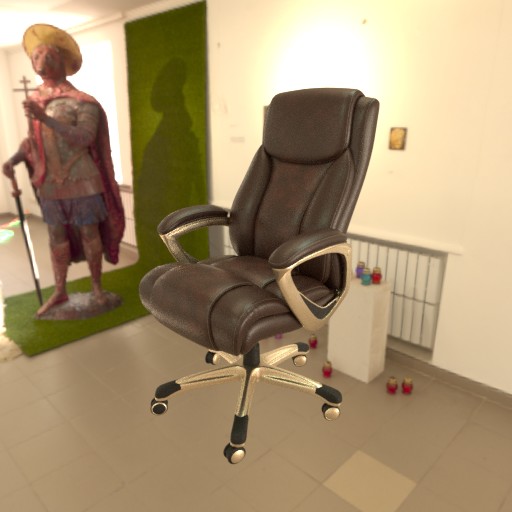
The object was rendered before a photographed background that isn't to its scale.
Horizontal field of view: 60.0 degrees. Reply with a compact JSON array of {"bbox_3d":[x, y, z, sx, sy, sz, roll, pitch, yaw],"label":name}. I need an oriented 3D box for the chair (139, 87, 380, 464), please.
[{"bbox_3d":[0.000,0.000,1.638,0.692,1.194,0.749,16,23,42],"label":"chair"}]
